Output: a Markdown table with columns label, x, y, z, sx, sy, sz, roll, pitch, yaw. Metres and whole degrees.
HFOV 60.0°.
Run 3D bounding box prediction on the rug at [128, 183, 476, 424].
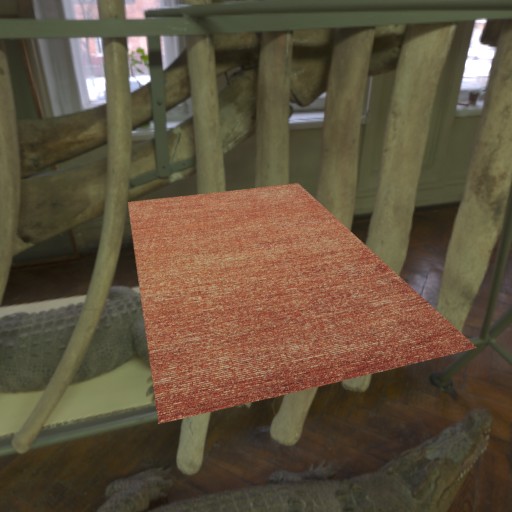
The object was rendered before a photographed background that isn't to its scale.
| label | x | y | z | sx | sy | sz | roll | pitch | yaw |
| --- | --- | --- | --- | --- | --- | --- | --- | --- | --- |
| rug | 0.000 | 0.000 | 2.183 | 1.139 | 0.011 | 1.747 | -9 | 31 | -15 |
